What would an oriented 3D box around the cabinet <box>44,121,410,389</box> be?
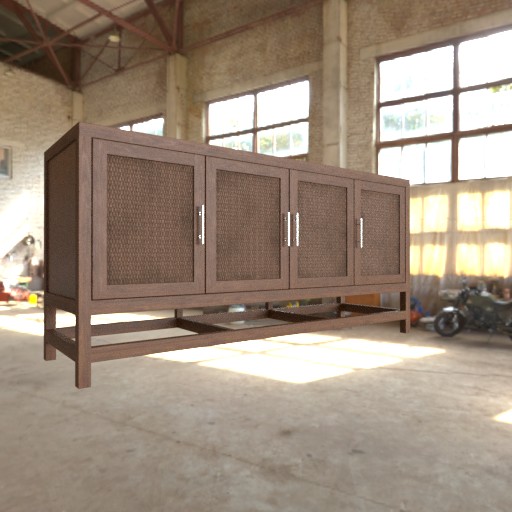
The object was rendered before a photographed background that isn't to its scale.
[{"bbox_3d":[0.000,0.000,2.057,1.708,0.820,0.522,0,0,-37],"label":"cabinet"}]
